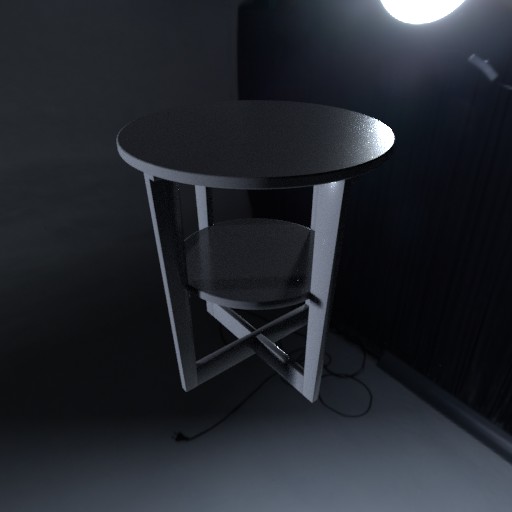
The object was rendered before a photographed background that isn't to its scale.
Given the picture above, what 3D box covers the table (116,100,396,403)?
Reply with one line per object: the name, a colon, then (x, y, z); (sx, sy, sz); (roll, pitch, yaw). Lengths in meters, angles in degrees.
table: (0.000, 0.000, 0.963); (0.500, 0.550, 0.500); (0, 31, 0)
